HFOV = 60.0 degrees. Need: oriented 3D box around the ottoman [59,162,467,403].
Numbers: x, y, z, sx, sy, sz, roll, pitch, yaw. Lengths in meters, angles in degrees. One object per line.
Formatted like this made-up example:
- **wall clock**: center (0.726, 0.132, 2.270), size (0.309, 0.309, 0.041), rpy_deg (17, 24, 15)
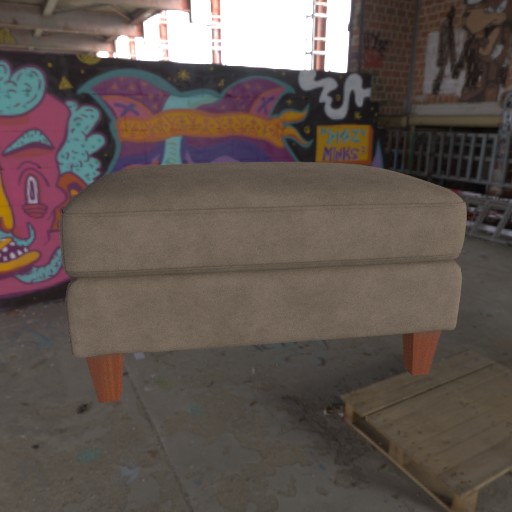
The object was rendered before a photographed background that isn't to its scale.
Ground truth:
- **ottoman**: center (0.000, 0.000, 1.191), size (0.864, 0.483, 0.584), rpy_deg (-3, 17, -8)
